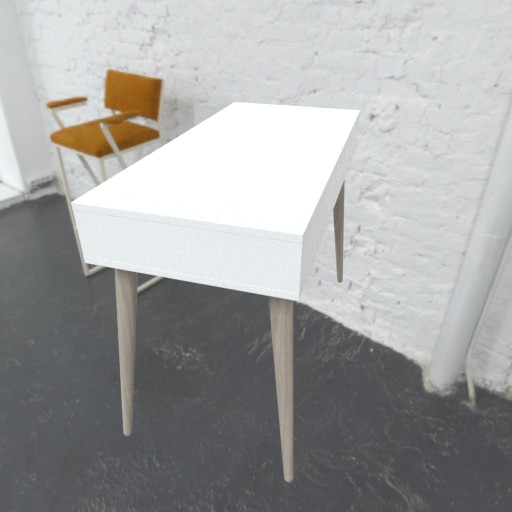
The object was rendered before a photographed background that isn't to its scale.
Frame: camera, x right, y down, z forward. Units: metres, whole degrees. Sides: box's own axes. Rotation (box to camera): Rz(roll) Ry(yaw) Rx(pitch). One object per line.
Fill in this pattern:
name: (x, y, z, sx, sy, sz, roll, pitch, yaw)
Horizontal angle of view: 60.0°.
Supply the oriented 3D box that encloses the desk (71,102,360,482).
desk: (0.000, 0.000, 1.409, 0.491, 0.723, 0.979, 9, 32, 15)
